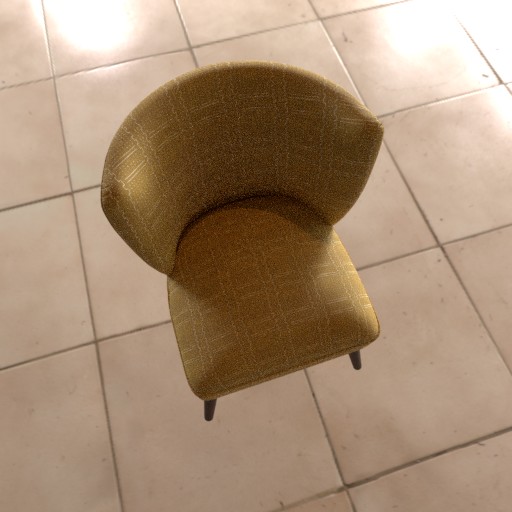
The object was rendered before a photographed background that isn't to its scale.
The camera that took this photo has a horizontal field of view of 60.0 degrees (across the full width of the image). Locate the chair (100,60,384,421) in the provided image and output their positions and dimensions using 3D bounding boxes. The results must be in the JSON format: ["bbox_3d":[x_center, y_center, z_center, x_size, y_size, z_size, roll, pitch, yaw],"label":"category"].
[{"bbox_3d":[0.000,0.000,1.388,0.706,0.866,0.758,-17,66,-8],"label":"chair"}]
